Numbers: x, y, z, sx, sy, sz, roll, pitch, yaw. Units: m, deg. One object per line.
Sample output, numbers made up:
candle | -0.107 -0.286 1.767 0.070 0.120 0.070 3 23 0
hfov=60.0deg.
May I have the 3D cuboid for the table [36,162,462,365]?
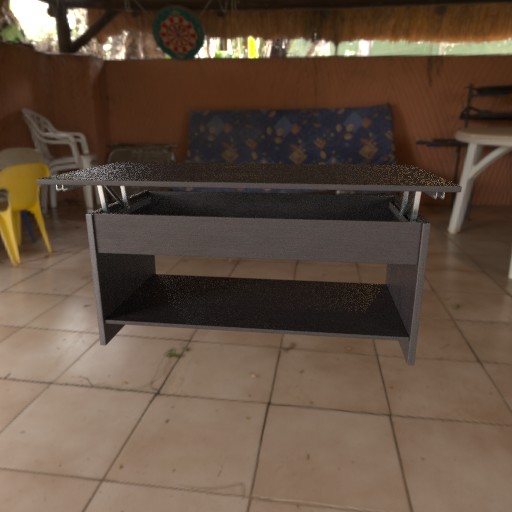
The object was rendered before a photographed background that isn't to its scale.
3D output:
table | 0.000 0.000 1.449 1.000 0.570 0.712 2 17 7
